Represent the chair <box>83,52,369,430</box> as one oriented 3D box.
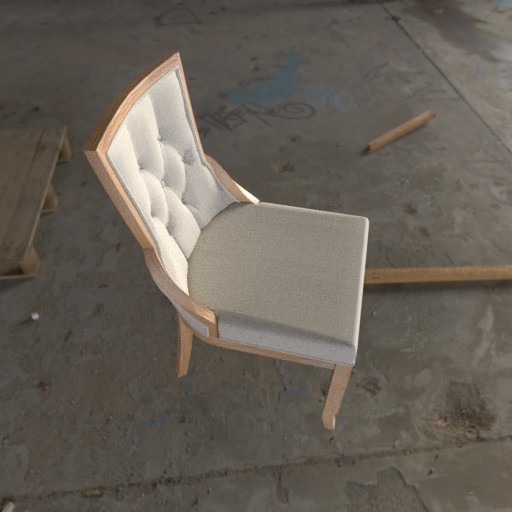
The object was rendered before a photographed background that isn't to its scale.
[{"bbox_3d":[0.000,0.000,1.303,0.641,0.947,0.524,10,48,9],"label":"chair"}]
